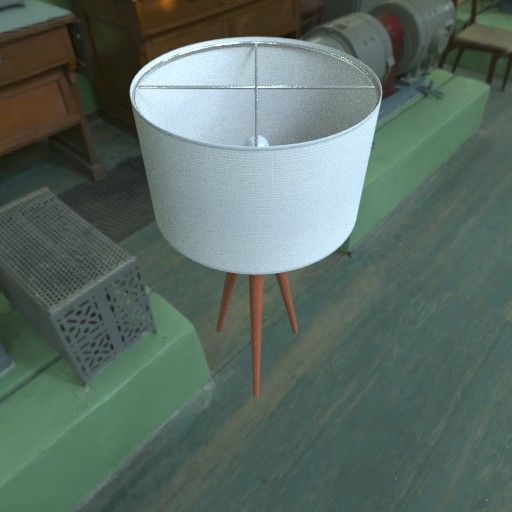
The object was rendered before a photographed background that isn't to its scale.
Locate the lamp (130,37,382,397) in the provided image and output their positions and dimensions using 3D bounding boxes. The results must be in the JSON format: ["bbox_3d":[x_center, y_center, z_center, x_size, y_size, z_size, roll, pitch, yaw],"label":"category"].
[{"bbox_3d":[0.000,0.000,0.885,0.354,0.709,0.355,31,53,27],"label":"lamp"}]
